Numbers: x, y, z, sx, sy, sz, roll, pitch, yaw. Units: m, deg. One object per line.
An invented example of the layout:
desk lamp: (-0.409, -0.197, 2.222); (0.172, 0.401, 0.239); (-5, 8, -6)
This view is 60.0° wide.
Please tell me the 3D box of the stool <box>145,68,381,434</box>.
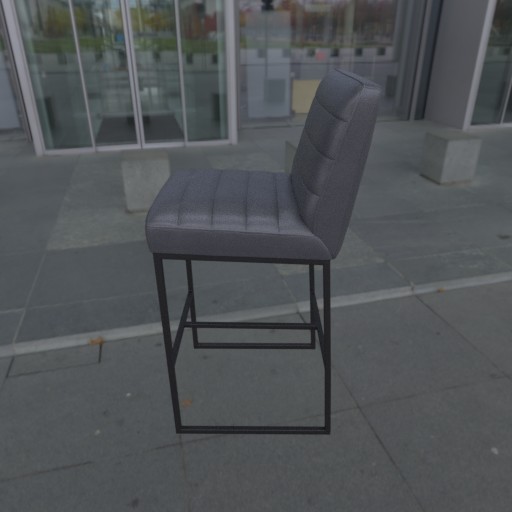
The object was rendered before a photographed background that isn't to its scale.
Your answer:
stool: (0.000, 0.000, 1.358); (0.552, 1.040, 0.457); (0, 27, 0)
